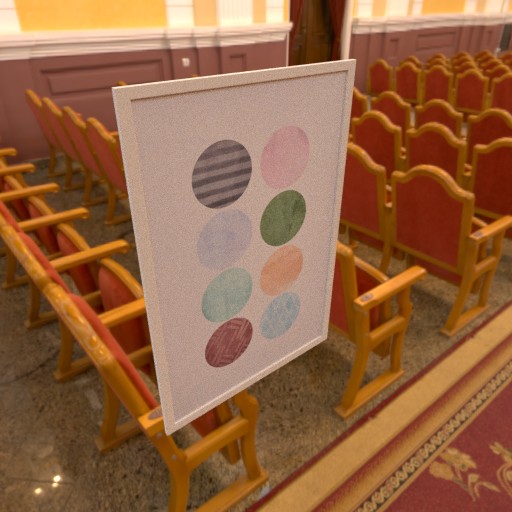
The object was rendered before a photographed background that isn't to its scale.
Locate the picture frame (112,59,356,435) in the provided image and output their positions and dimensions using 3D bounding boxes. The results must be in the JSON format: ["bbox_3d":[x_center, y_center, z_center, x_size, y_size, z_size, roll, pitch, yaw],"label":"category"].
[{"bbox_3d":[0.000,0.000,1.209,0.659,0.940,0.013,-22,37,-33],"label":"picture frame"}]
